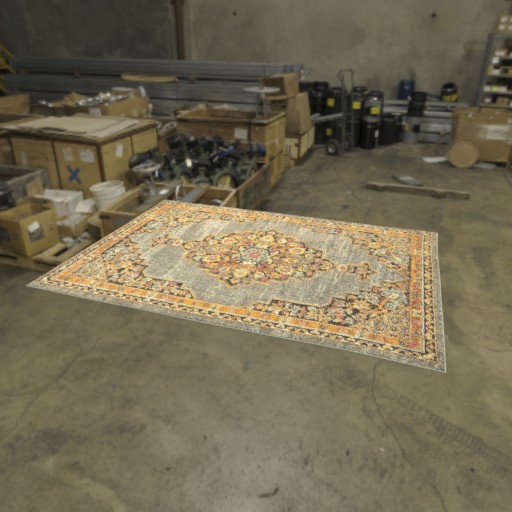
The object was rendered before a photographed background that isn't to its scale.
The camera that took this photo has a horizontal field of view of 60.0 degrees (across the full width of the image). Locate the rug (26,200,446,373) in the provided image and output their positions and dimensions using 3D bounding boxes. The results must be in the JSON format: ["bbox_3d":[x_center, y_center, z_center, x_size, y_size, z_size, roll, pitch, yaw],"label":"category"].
[{"bbox_3d":[0.000,0.000,3.912,3.063,0.024,2.158,9,28,17],"label":"rug"}]
